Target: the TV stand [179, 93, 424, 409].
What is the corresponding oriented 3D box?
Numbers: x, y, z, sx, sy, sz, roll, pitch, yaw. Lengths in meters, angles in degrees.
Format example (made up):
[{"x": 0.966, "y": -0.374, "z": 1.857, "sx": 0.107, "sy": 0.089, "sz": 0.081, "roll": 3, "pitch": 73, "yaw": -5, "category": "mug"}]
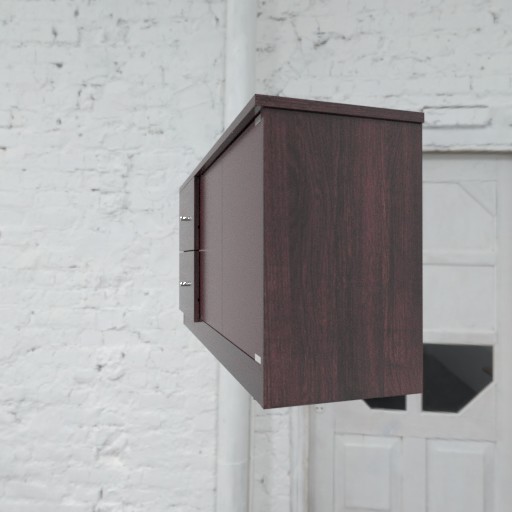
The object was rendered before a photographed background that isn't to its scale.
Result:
[{"x": 0.000, "y": 0.000, "z": 1.470, "sx": 0.404, "sy": 0.614, "sz": 1.192, "roll": 0, "pitch": 0, "yaw": -17, "category": "TV stand"}]
